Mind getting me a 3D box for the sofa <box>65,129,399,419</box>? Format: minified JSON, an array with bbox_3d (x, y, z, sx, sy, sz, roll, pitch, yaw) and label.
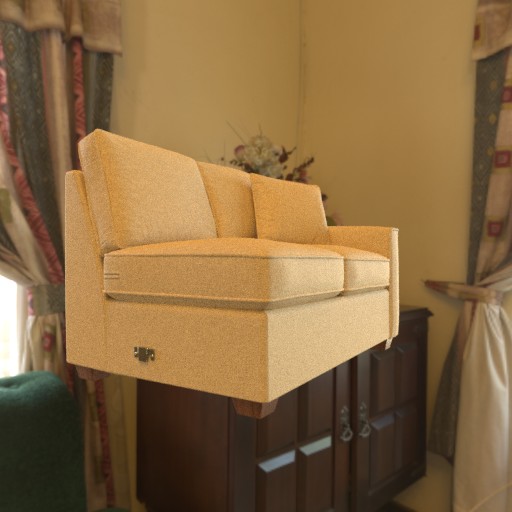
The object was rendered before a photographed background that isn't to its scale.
[{"bbox_3d":[0.000,0.000,2.084,0.991,0.989,1.388,0,0,33],"label":"sofa"}]
